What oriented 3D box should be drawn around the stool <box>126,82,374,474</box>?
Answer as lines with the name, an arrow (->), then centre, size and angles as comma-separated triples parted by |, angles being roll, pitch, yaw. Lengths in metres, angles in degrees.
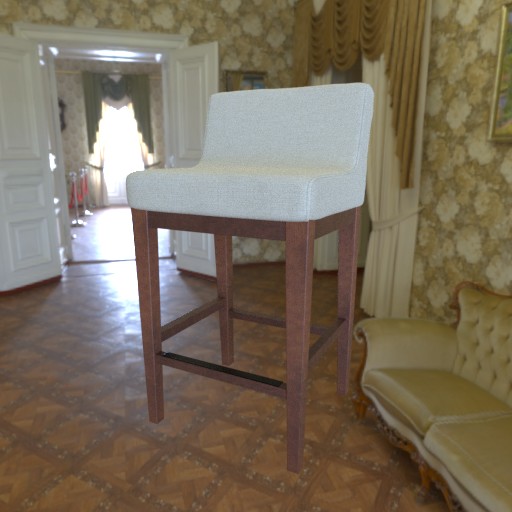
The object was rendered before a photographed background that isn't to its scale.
stool -> 0.000, 0.000, 1.250 | 0.511, 0.937, 0.500 | 7, 15, 27
